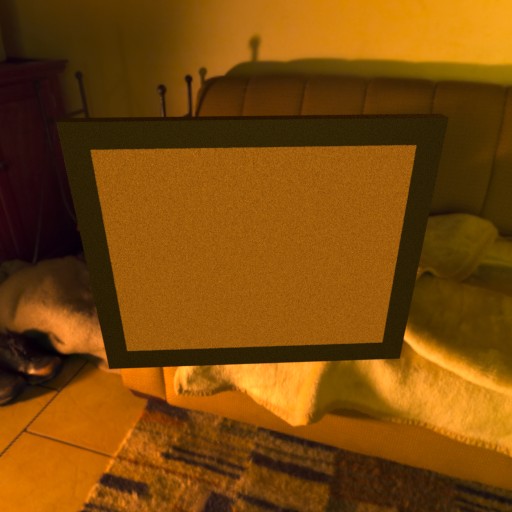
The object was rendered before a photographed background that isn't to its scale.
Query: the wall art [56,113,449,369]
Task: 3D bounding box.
[{"bbox_3d":[0.000,0.000,0.755,0.561,0.460,0.028,-1,29,-3],"label":"wall art"}]
